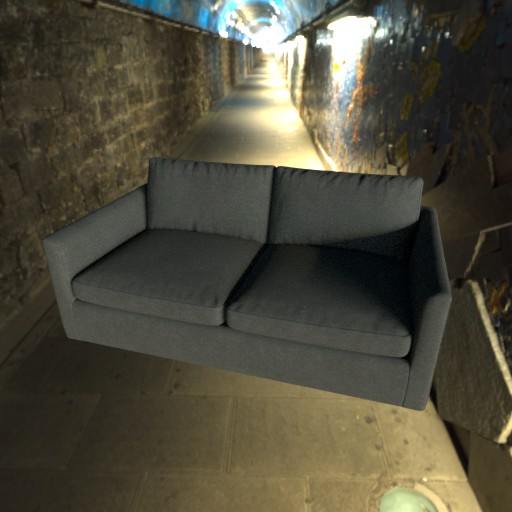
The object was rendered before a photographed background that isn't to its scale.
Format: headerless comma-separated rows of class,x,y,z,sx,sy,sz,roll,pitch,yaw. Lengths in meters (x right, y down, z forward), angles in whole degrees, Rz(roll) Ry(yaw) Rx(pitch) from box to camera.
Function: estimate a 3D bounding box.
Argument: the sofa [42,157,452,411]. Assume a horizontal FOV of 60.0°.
sofa,0.000,0.000,2.494,1.909,0.845,1.091,8,26,16
